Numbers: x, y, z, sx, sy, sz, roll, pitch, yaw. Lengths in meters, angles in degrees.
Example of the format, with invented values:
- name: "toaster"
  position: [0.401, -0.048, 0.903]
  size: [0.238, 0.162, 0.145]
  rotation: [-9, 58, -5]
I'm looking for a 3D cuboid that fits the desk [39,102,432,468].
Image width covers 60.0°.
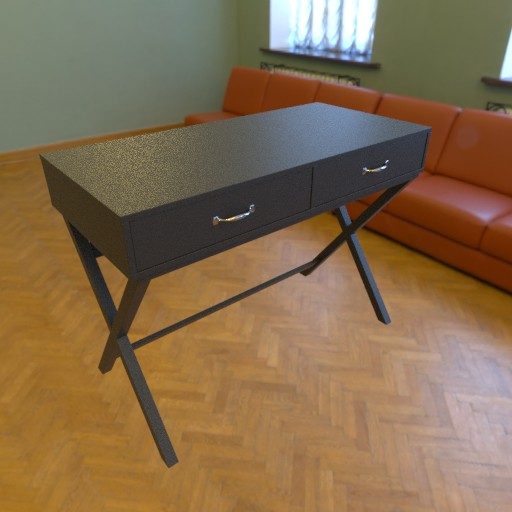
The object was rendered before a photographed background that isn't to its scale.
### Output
- name: "desk"
  position: [0.000, 0.000, 1.485]
  size: [1.057, 0.780, 0.525]
  rotation: [-22, 37, -33]
